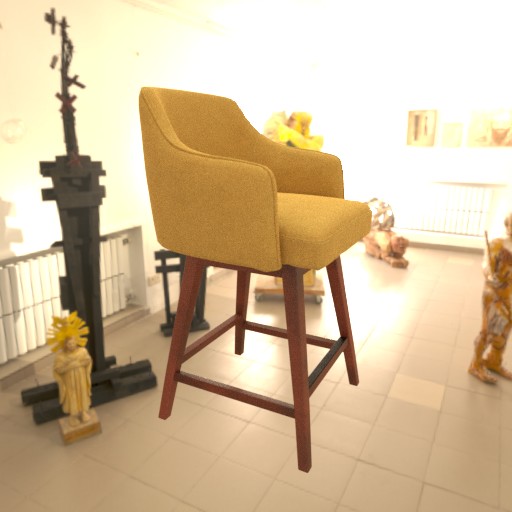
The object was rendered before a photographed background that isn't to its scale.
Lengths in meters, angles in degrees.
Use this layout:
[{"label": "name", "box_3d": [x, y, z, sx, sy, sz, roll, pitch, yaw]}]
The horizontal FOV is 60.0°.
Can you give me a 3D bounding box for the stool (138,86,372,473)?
[{"label": "stool", "box_3d": [0.000, 0.000, 1.280, 0.558, 0.924, 0.548, 8, 18, 27]}]
